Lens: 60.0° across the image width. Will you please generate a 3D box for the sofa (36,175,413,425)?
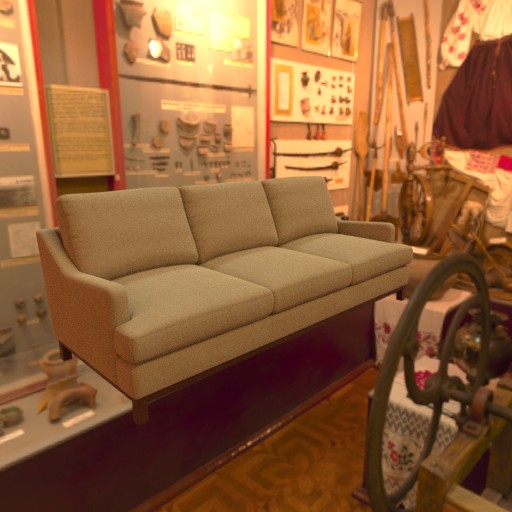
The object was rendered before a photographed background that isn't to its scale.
[{"bbox_3d":[0.000,0.000,2.832,2.321,0.913,1.000,-13,19,-43],"label":"sofa"}]
